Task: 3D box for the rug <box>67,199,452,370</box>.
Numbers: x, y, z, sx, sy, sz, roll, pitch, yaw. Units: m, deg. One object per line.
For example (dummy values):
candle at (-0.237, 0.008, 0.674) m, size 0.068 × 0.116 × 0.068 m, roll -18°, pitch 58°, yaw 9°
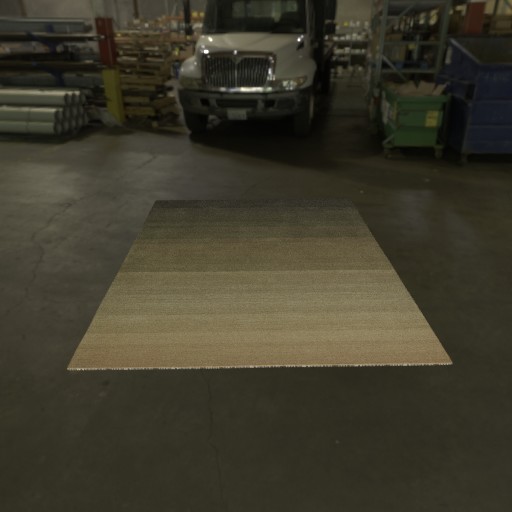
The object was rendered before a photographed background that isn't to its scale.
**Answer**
rug at (0.000, 0.000, 3.953) m, size 2.315 × 0.015 × 2.932 m, roll -1°, pitch 27°, yaw -1°
